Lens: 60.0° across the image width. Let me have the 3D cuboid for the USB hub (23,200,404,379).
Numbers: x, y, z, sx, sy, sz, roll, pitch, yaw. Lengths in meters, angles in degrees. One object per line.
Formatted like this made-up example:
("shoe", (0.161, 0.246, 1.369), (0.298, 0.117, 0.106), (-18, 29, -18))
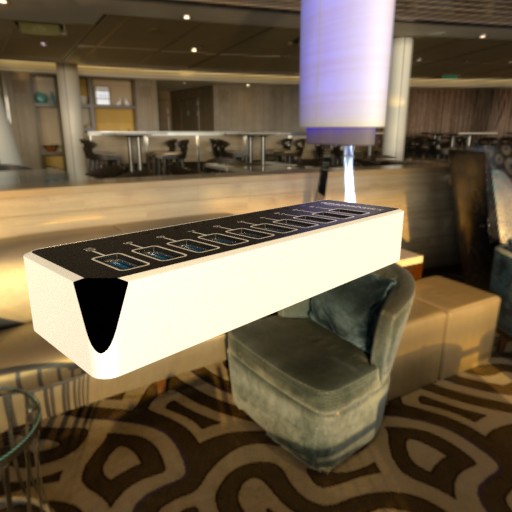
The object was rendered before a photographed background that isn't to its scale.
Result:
("USB hub", (0.000, 0.000, 0.162), (0.044, 0.023, 0.145), (15, 21, 42))
